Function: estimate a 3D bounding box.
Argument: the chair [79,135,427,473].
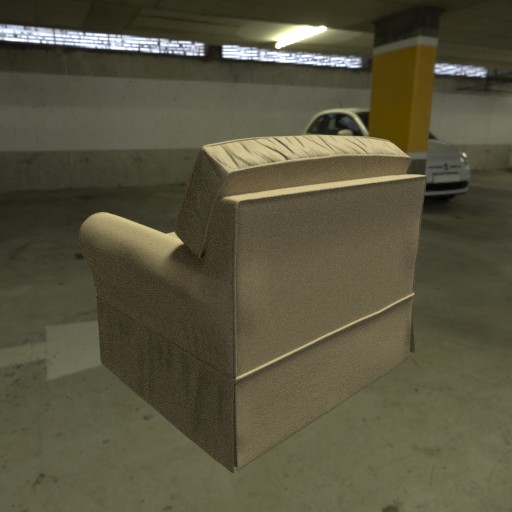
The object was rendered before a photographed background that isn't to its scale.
[{"bbox_3d":[0.000,0.000,1.779,1.096,0.937,0.903,-14,21,-41],"label":"chair"}]
